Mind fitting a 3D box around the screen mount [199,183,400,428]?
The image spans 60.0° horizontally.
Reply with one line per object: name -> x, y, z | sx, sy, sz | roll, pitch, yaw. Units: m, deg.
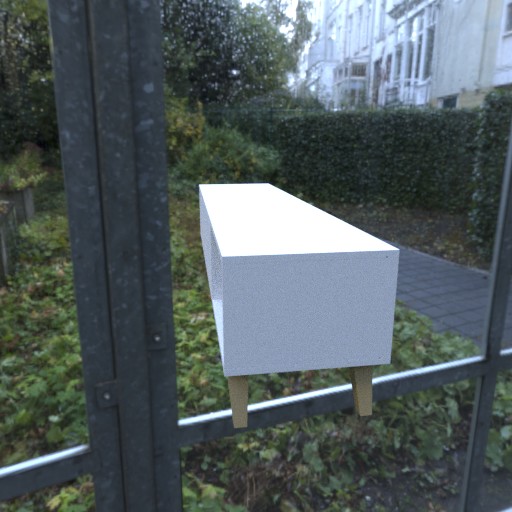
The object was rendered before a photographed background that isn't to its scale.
screen mount -> 0.000, 0.000, 1.806 | 0.399, 0.432, 1.644 | -2, 15, -8
